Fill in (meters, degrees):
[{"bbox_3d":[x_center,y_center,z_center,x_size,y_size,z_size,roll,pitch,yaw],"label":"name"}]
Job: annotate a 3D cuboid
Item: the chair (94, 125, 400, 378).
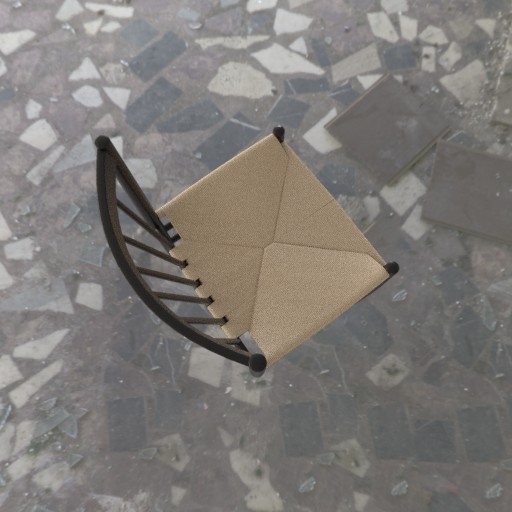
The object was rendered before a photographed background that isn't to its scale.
[{"bbox_3d":[0.000,0.000,1.130,0.516,0.818,0.495,-35,77,-9],"label":"chair"}]
